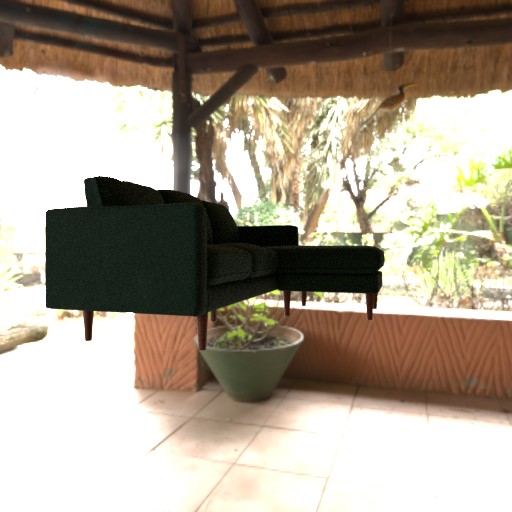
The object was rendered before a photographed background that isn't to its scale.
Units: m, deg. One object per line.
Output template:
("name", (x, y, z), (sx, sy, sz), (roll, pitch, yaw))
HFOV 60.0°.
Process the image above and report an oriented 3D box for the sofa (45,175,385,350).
("sofa", (0.000, 0.000, 2.943), (1.580, 0.899, 2.030), (0, 1, 18))
